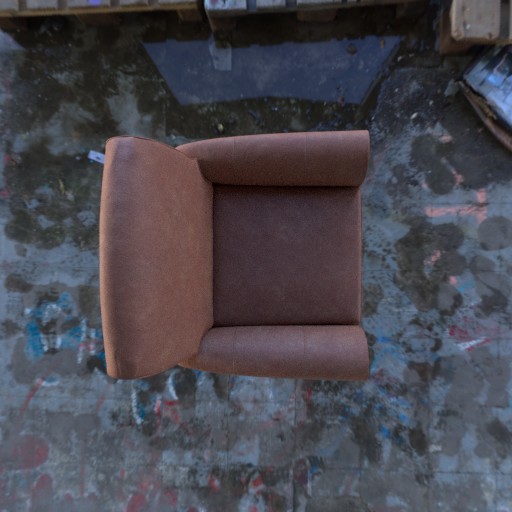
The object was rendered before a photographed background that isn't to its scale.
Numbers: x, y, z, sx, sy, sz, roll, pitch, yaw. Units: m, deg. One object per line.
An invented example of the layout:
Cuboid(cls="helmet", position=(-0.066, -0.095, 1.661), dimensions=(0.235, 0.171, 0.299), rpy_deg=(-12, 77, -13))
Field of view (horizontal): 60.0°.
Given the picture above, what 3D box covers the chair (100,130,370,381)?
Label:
Cuboid(cls="chair", position=(0.000, 0.000, 1.804), dimensions=(0.902, 1.061, 0.978), rpy_deg=(0, 91, 2))
